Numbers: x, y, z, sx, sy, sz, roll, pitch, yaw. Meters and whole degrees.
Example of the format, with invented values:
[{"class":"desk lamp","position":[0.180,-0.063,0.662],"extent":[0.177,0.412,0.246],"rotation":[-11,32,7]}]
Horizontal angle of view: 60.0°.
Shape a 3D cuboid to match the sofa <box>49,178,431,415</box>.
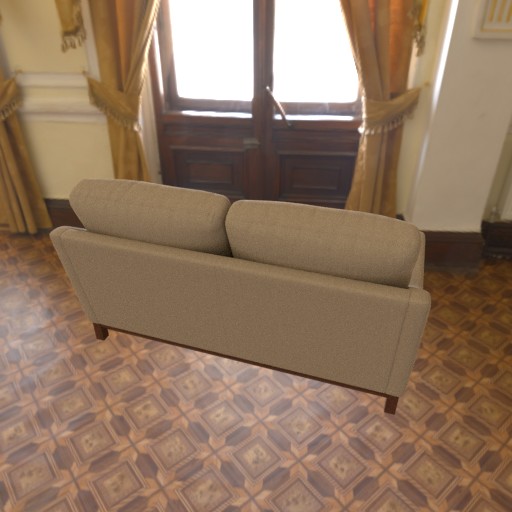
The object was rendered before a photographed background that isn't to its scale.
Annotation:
[{"class":"sofa","position":[0.000,0.000,2.250],"extent":[1.619,0.910,1.004],"rotation":[10,33,16]}]
